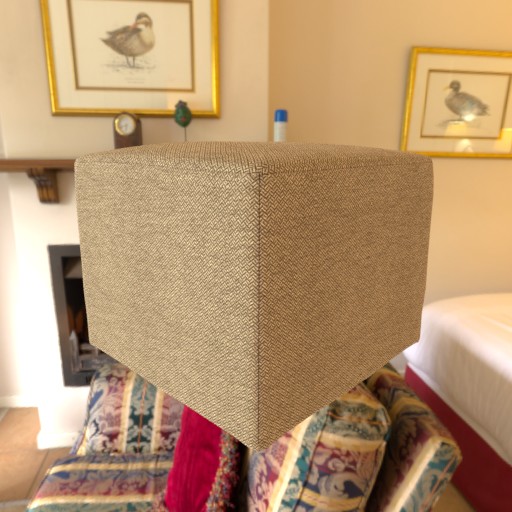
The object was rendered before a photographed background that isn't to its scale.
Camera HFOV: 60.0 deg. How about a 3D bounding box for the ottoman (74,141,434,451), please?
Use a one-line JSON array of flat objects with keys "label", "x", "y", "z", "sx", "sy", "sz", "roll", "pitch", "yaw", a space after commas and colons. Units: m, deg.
[{"label": "ottoman", "x": 0.000, "y": 0.000, "z": 0.905, "sx": 0.512, "sy": 0.453, "sz": 0.519, "roll": 13, "pitch": 19, "yaw": 42}]
